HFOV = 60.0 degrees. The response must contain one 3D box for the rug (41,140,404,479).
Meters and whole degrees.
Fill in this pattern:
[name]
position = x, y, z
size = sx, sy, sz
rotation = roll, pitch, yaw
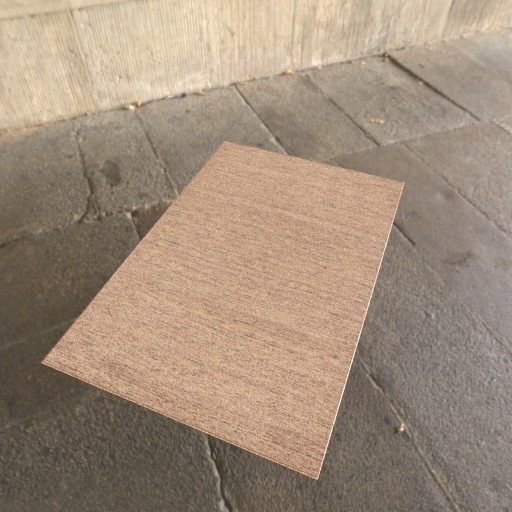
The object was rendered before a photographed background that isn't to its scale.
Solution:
[rug]
position = 0.000, 0.000, 2.310
size = 1.225, 0.013, 1.840
rotation = 17, 49, 15
